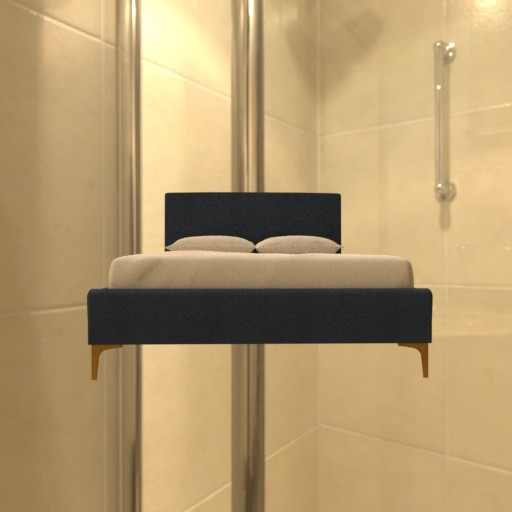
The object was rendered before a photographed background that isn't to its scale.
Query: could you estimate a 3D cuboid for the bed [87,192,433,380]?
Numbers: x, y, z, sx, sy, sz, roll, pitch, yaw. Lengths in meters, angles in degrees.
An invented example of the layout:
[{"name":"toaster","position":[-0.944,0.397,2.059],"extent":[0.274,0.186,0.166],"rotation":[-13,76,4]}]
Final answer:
[{"name":"bed","position":[0.000,0.000,3.275],"extent":[1.723,1.231,2.172],"rotation":[0,0,-1]}]
